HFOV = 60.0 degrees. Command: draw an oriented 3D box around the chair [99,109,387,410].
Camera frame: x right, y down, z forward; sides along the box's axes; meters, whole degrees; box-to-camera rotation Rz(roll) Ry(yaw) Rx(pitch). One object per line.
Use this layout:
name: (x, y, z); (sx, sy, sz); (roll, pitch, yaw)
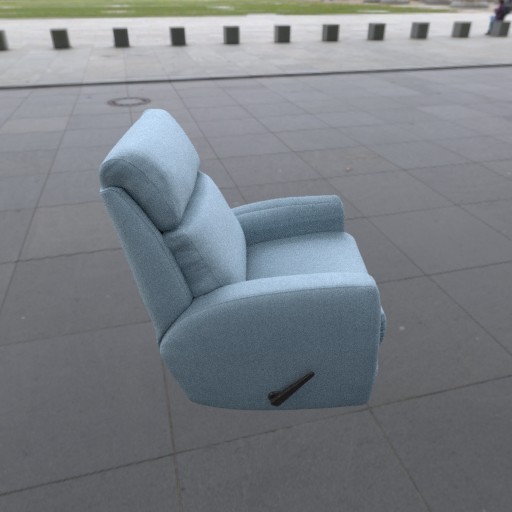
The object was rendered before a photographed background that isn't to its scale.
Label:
chair: (0.000, 0.000, 1.729); (0.940, 1.013, 0.812); (0, 31, 0)
